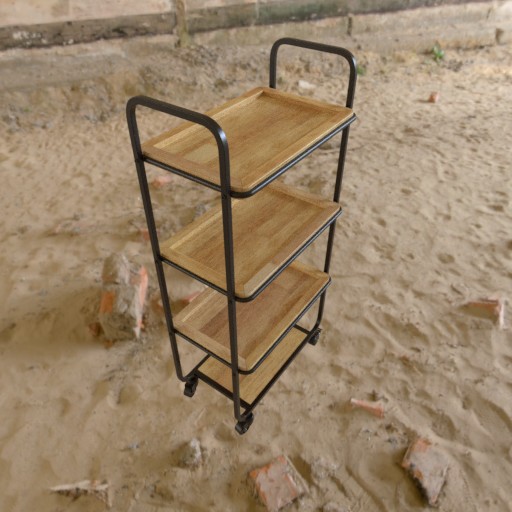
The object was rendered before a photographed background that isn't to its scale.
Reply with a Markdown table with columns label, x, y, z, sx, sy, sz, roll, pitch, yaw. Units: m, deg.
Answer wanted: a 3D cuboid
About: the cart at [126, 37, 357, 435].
| label | x | y | z | sx | sy | sz | roll | pitch | yaw |
| --- | --- | --- | --- | --- | --- | --- | --- | --- | --- |
| cart | 0.000 | 0.000 | 1.321 | 0.321 | 1.080 | 0.545 | 25 | 46 | 27 |
